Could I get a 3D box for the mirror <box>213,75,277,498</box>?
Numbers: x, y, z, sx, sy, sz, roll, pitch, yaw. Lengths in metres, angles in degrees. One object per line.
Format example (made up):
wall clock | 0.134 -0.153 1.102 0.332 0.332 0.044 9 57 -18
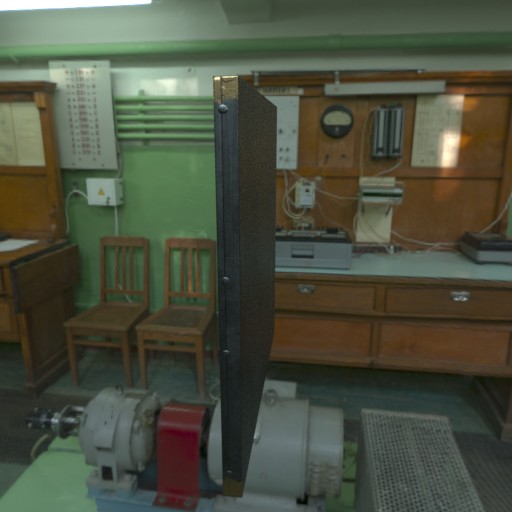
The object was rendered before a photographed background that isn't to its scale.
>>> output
mirror | 0.000 0.000 0.562 0.020 0.381 0.382 2 15 7
